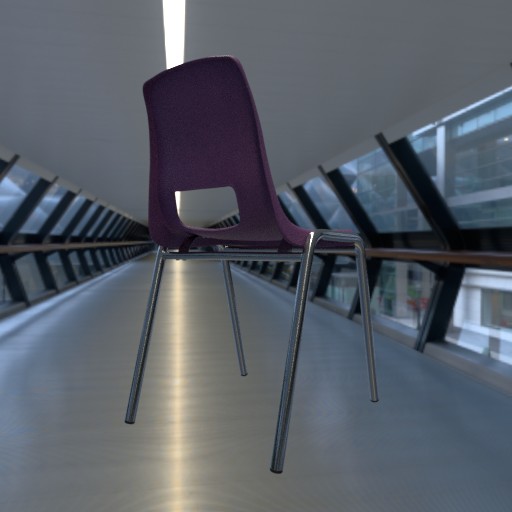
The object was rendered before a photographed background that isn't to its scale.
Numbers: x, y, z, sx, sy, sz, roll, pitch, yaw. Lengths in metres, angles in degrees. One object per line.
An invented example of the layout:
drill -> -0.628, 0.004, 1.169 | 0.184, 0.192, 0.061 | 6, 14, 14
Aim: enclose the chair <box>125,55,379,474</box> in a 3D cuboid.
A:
chair -> 0.000, 0.000, 0.920 | 0.381, 0.654, 0.432 | 1, 1, 34
